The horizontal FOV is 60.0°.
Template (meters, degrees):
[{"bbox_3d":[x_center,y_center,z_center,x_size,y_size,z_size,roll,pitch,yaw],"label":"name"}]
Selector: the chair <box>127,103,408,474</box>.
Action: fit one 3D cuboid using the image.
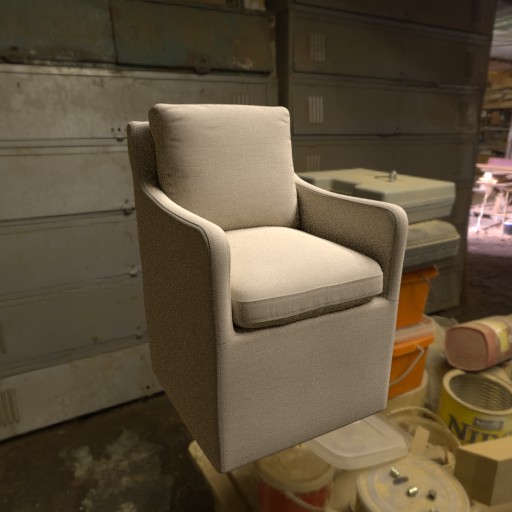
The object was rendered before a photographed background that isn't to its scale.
[{"bbox_3d":[0.000,0.000,1.386,0.626,0.914,0.694,-9,18,-27],"label":"chair"}]
